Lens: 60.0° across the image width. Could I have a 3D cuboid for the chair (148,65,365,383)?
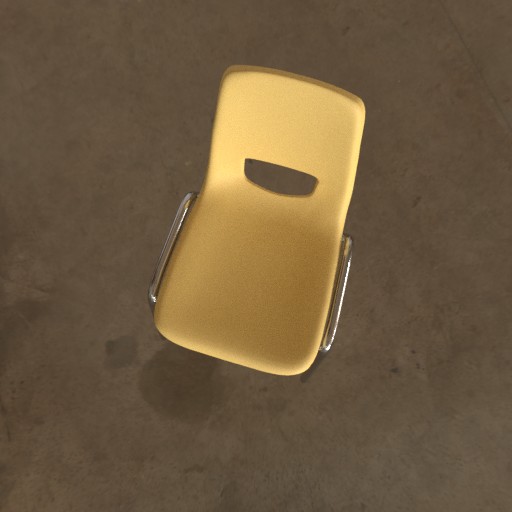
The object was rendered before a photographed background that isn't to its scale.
[{"bbox_3d":[0.000,0.000,0.799,0.354,0.536,0.385,16,77,4],"label":"chair"}]
